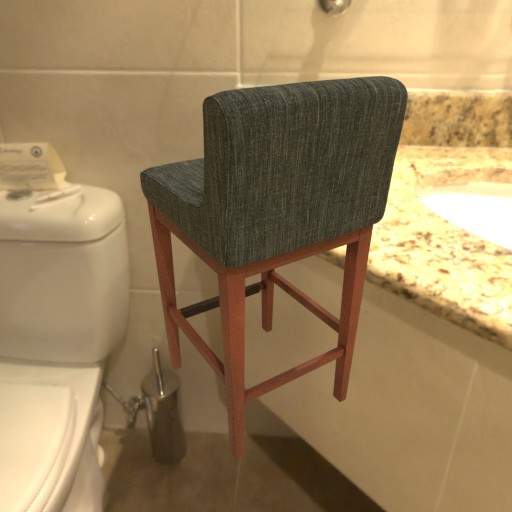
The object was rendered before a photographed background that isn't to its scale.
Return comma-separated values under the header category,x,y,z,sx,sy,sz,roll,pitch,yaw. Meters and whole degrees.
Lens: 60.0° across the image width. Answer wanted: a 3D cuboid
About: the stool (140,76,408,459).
category,x,y,z,sx,sy,sz,roll,pitch,yaw
stool,0.000,0.000,1.079,0.395,0.835,0.459,-17,33,-28
